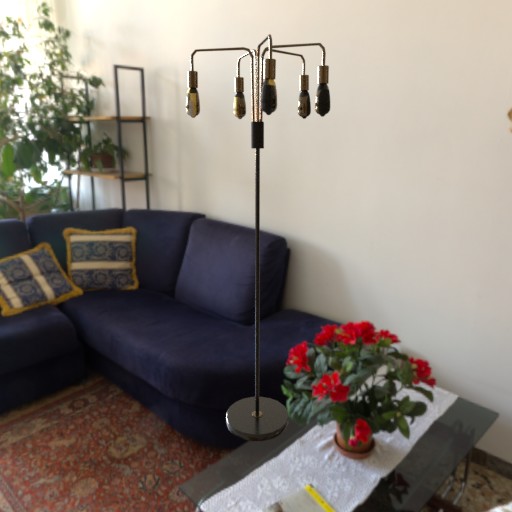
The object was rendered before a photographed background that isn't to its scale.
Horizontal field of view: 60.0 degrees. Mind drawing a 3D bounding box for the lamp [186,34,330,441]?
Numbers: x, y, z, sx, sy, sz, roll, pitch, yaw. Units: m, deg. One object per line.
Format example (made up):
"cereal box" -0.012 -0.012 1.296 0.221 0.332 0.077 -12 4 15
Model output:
"lamp" 0.000 0.000 1.984 0.599 1.721 0.572 2 16 8
